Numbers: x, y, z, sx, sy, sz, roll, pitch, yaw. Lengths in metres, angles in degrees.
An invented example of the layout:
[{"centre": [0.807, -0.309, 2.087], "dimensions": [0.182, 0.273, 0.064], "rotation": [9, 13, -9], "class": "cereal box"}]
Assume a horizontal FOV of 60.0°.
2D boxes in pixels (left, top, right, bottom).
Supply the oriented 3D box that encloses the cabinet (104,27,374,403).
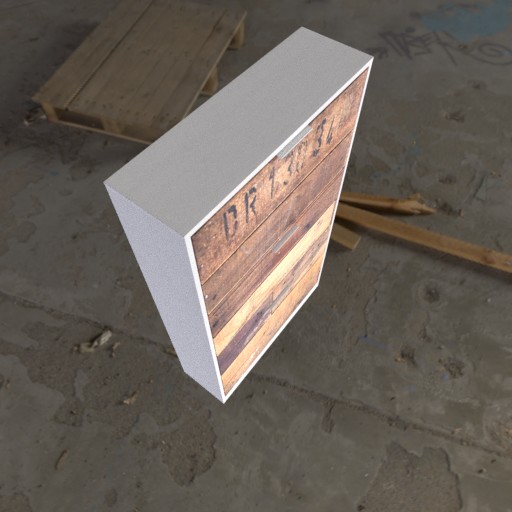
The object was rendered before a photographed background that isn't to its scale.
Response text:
[{"centre": [0.000, 0.000, 1.611], "dimensions": [0.250, 1.280, 0.750], "rotation": [33, 63, 19], "class": "cabinet"}]
